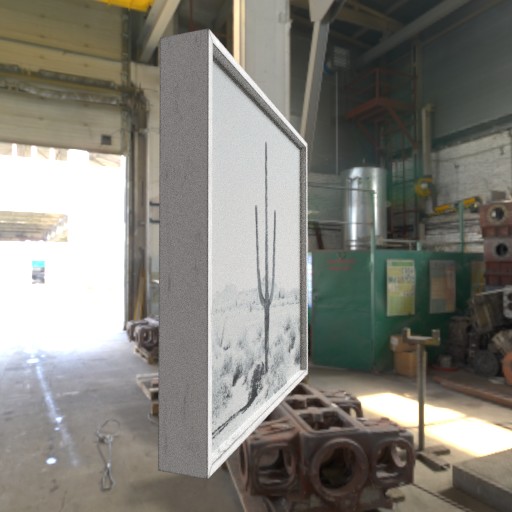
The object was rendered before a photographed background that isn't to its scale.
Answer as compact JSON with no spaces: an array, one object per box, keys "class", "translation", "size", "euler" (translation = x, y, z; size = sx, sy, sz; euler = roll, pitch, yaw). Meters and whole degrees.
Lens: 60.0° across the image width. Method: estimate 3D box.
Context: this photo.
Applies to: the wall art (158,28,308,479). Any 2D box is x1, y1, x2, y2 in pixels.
[{"class":"wall art","translation":[0.000,0.000,0.449],"size":[0.038,0.305,0.305],"euler":[0,-1,19]}]
